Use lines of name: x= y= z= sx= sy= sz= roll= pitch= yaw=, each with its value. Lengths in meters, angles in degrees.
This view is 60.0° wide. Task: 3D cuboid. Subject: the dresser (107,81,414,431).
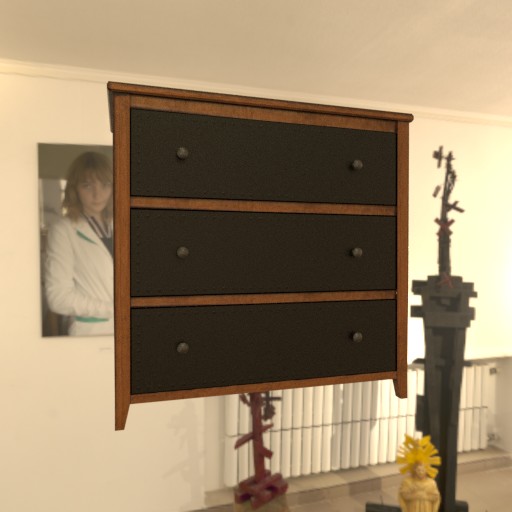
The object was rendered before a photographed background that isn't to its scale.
dresser: x=0.000 y=0.000 z=1.986 sx=1.250 sy=1.224 sz=0.591 roll=0 pitch=0 yaw=-17
